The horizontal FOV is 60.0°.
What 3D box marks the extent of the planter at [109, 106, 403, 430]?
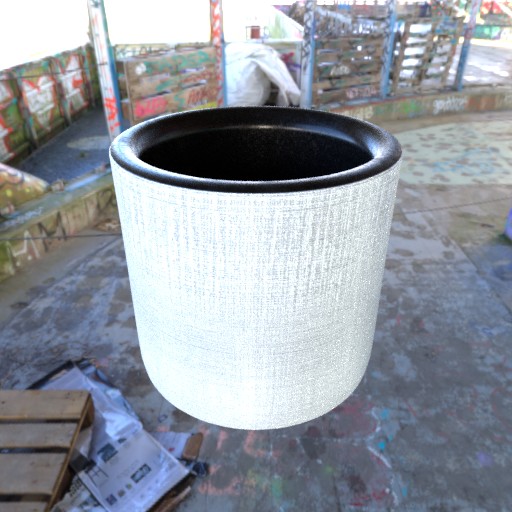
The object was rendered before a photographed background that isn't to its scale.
[{"bbox_3d":[0.000,0.000,0.285,0.160,0.156,0.160,0,31,0],"label":"planter"}]
